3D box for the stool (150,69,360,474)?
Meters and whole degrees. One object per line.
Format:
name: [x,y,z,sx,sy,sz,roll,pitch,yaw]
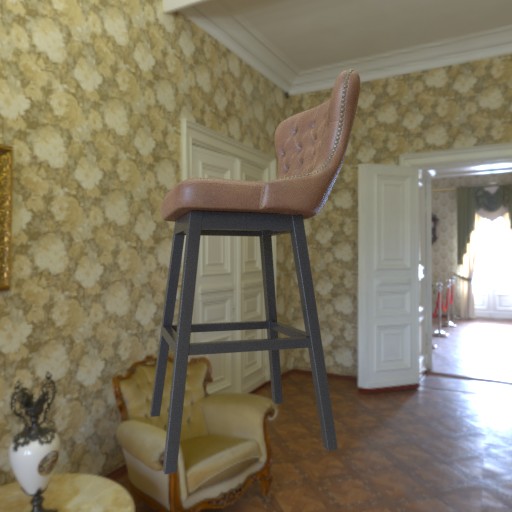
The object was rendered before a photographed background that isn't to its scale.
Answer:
stool: [0.000,0.000,1.365,0.601,1.050,0.528,0,-1,-18]
